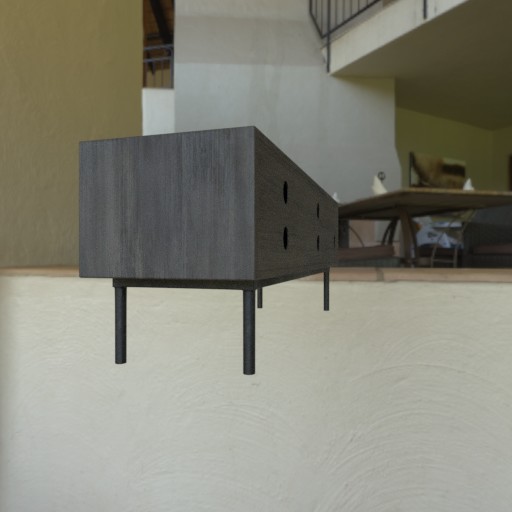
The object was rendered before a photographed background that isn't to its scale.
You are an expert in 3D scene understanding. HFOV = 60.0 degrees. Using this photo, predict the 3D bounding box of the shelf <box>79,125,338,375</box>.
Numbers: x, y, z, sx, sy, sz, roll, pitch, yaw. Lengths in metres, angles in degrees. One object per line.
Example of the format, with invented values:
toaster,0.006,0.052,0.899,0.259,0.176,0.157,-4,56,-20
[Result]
shelf,0.000,0.000,1.512,0.400,0.495,1.300,0,0,17
